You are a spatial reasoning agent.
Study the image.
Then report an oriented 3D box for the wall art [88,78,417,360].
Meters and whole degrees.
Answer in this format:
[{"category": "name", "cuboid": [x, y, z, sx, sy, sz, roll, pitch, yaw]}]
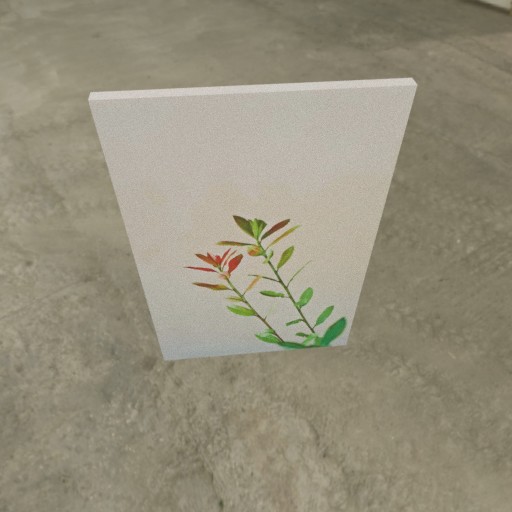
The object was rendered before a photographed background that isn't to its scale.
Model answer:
[{"category": "wall art", "cuboid": [0.000, 0.000, 1.451, 0.764, 1.143, 0.038, -4, 47, -4]}]
